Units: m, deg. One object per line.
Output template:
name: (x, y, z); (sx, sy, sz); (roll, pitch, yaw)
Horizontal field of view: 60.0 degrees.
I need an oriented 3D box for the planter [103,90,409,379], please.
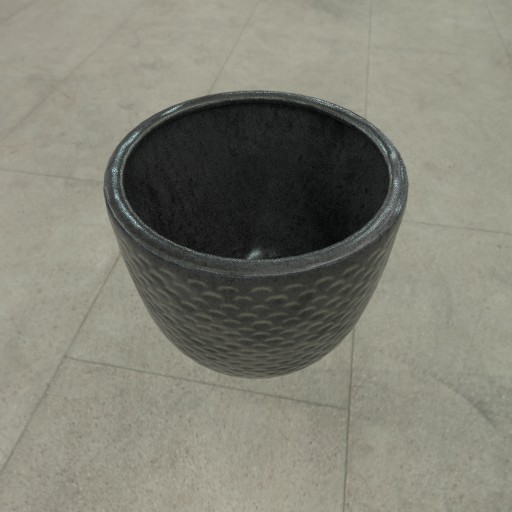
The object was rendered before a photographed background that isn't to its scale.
planter: (0.000, 0.000, 0.311); (0.172, 0.160, 0.172); (0, 47, 0)
